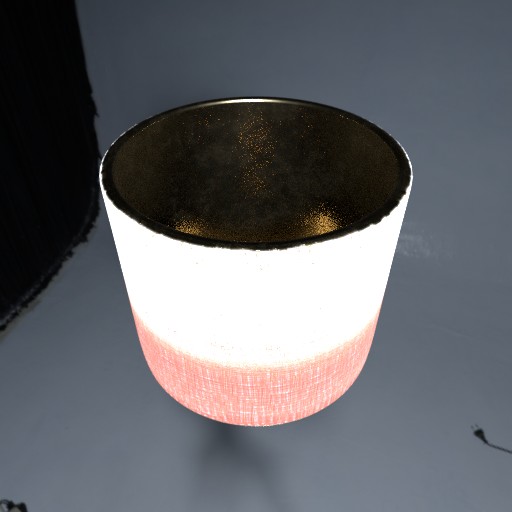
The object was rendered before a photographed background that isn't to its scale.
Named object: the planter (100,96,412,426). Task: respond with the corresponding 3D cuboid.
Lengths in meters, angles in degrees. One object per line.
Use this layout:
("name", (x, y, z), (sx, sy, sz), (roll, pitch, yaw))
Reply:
("planter", (0.000, 0.000, 0.306), (0.178, 0.157, 0.178), (0, 41, 0))
